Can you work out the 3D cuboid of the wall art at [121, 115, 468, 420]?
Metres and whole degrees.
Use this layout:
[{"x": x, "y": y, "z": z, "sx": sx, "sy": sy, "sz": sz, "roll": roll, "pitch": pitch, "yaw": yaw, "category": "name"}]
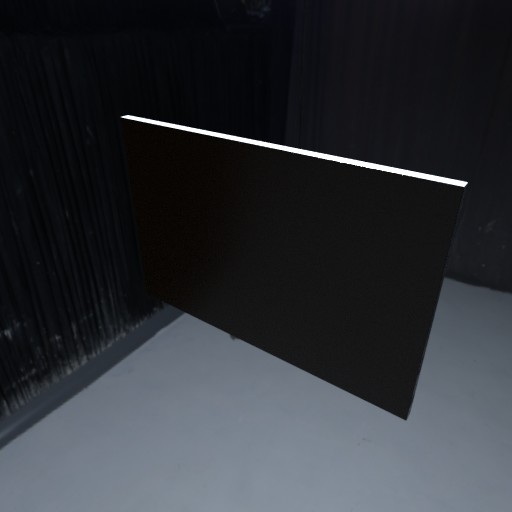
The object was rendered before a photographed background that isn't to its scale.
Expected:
[{"x": 0.000, "y": 0.000, "z": 1.185, "sx": 0.932, "sy": 0.610, "sz": 0.027, "roll": 20, "pitch": 35, "yaw": 31, "category": "wall art"}]
